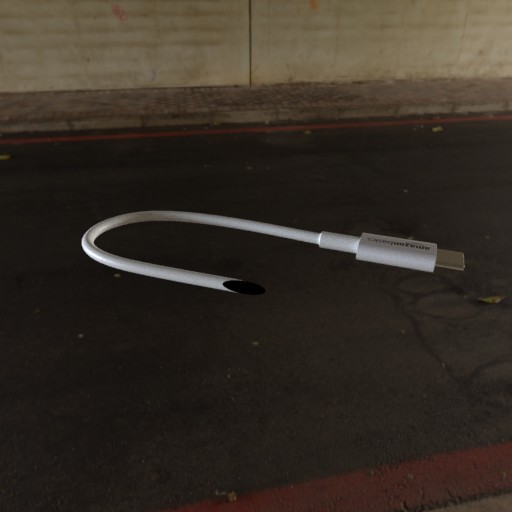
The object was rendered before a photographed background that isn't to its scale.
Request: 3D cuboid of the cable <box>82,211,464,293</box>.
[{"bbox_3d":[0.000,0.000,0.113,0.098,0.005,0.041,10,31,18],"label":"cable"}]
